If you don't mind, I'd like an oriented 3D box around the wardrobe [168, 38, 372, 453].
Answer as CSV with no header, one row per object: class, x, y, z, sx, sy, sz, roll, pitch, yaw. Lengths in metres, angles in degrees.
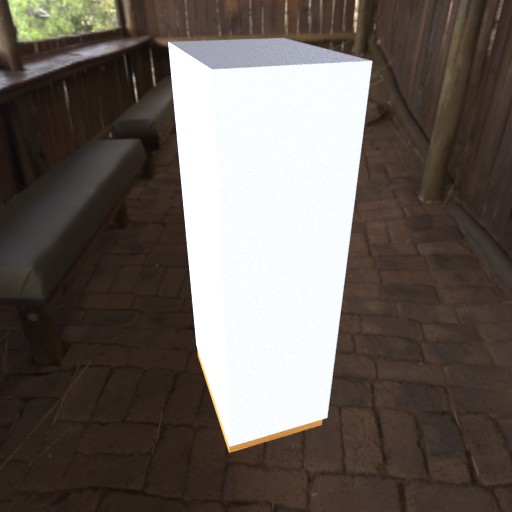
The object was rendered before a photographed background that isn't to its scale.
wardrobe,0.000,0.000,2.406,0.600,2.040,0.860,-10,33,-16
